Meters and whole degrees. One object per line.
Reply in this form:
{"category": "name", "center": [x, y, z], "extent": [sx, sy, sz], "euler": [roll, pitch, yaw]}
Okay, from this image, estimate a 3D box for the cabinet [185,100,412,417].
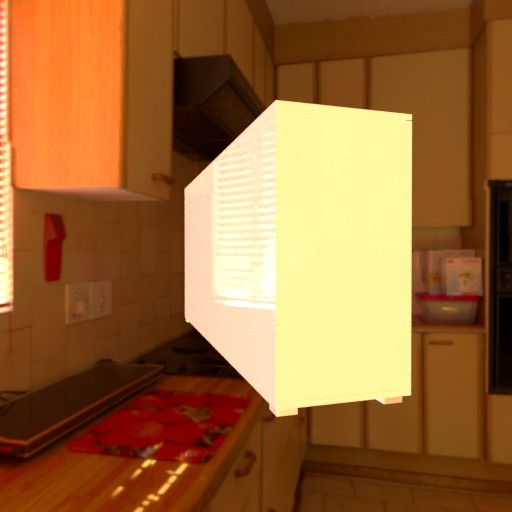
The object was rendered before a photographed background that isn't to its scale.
{"category": "cabinet", "center": [0.000, 0.000, 1.962], "extent": [0.400, 0.800, 1.650], "euler": [0, 1, -17]}
